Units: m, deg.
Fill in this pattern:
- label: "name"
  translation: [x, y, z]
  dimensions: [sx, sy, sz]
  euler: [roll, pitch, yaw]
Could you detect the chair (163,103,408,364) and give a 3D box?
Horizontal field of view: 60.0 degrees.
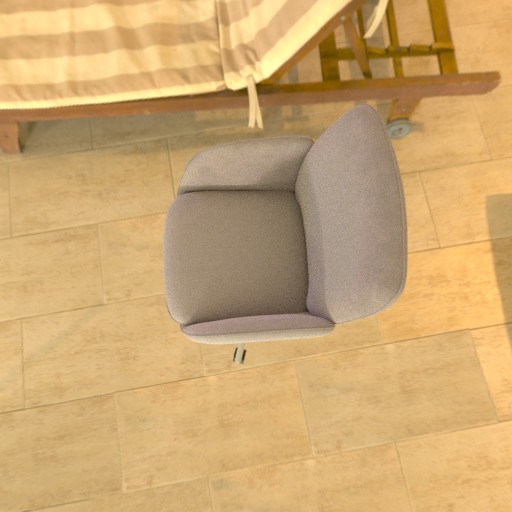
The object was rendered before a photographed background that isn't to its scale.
- label: "chair"
  translation: [0.000, 0.000, 1.416]
  dimensions: [0.654, 0.959, 0.648]
  euler: [-4, 76, -1]
